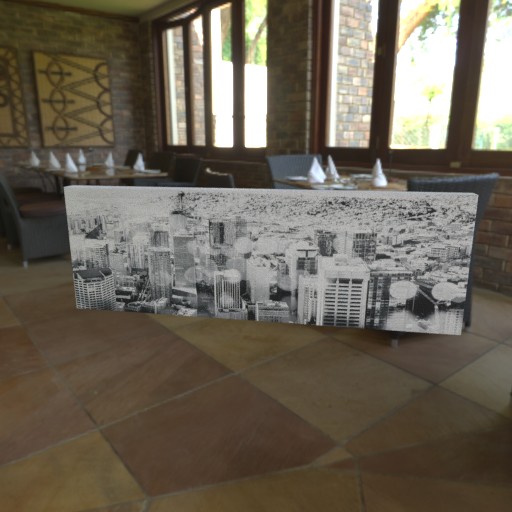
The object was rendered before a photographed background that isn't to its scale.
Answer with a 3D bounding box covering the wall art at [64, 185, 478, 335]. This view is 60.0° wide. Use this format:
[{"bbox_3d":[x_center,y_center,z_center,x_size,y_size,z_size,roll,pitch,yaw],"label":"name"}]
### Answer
[{"bbox_3d":[0.000,0.000,0.856,0.763,0.255,0.038,3,15,10],"label":"wall art"}]
